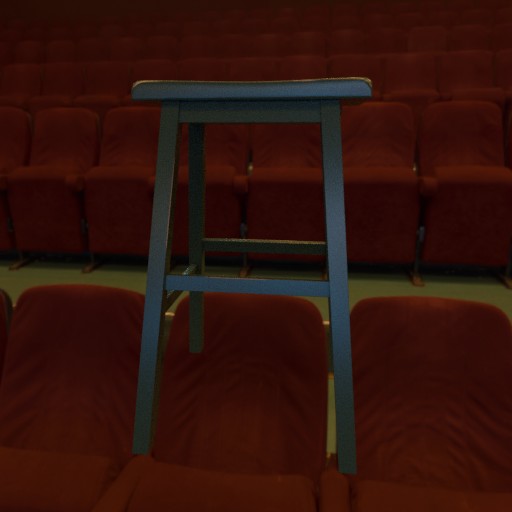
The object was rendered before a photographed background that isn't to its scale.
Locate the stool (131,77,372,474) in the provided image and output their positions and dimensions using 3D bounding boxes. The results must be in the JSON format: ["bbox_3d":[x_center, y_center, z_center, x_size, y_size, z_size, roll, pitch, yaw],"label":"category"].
[{"bbox_3d":[0.000,0.000,1.020,0.457,0.737,0.476,2,16,7],"label":"stool"}]
